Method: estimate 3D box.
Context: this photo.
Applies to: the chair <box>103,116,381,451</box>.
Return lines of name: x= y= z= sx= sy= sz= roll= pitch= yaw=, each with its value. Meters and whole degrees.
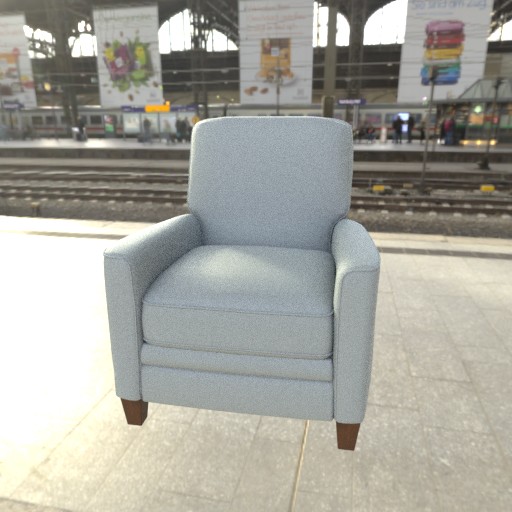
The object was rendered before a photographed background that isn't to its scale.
chair: x=0.000 y=0.000 z=1.657 sx=0.853 sy=1.007 sz=0.846 roll=3 pitch=17 yaw=9
